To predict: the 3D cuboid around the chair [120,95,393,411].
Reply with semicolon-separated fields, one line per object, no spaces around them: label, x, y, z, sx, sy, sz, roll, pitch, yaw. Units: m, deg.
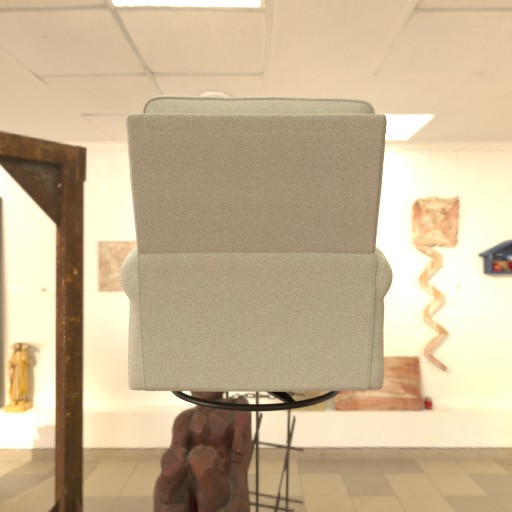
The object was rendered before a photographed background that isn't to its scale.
chair;0.000;0.000;1.632;0.890;0.960;0.878;0;-1;0
